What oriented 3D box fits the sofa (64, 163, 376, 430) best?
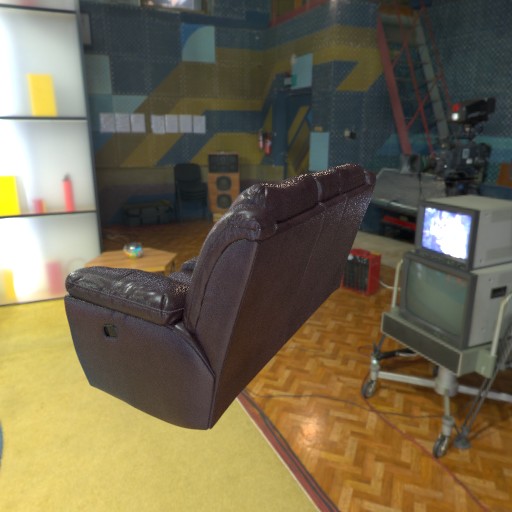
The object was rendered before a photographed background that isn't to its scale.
[{"bbox_3d":[0.000,0.000,2.643,0.991,1.043,2.058,8,18,25],"label":"sofa"}]
